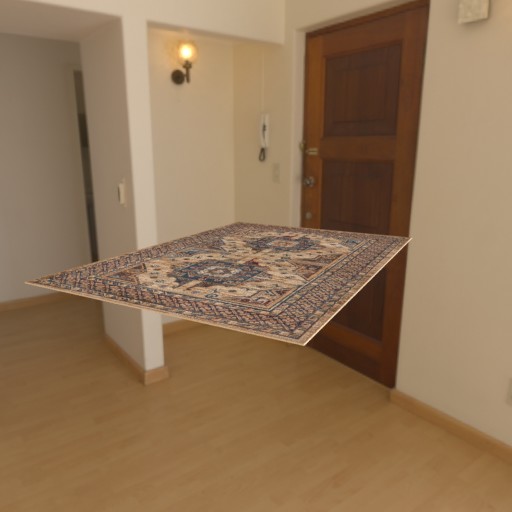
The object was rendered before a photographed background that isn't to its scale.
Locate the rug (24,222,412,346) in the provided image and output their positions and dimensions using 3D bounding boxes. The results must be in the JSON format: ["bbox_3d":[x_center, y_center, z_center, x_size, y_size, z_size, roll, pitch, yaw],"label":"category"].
[{"bbox_3d":[0.000,0.000,2.944,1.611,0.008,2.227,7,16,28],"label":"rug"}]
